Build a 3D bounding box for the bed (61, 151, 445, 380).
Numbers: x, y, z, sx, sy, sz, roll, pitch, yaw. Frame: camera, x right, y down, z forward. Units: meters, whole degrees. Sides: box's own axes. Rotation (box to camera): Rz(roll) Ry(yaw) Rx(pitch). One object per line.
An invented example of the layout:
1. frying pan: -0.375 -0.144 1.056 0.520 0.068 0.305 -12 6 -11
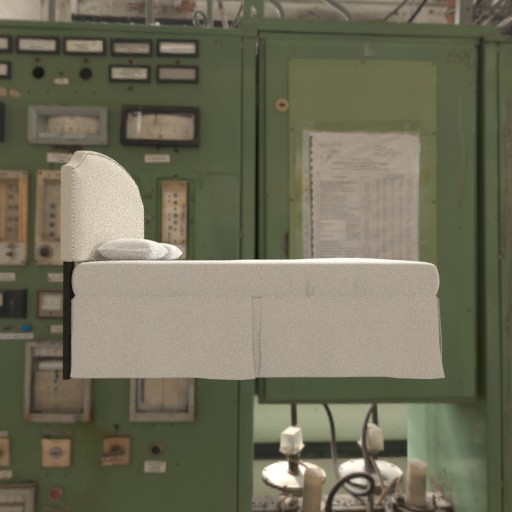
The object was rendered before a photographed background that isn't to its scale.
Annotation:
1. bed: 0.000 0.000 2.998 1.999 1.270 1.558 0 -1 -1
